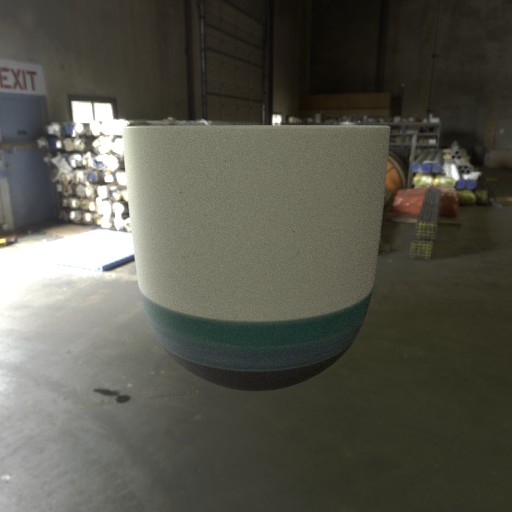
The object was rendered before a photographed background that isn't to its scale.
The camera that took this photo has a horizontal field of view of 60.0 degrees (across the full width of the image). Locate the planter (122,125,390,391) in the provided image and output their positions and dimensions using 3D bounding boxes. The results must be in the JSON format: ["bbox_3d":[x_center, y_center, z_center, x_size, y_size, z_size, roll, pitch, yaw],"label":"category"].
[{"bbox_3d":[0.000,0.000,0.380,0.204,0.214,0.204,0,17,0],"label":"planter"}]
